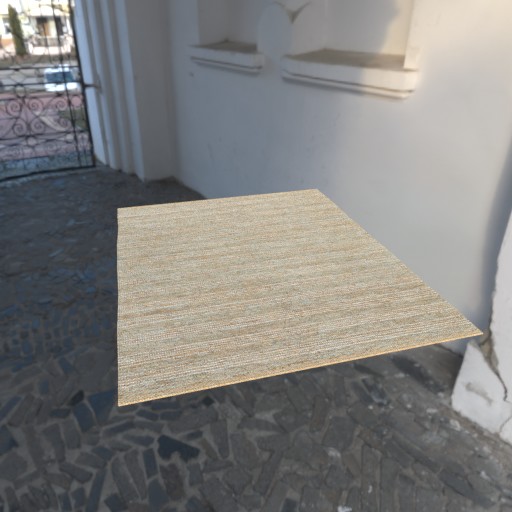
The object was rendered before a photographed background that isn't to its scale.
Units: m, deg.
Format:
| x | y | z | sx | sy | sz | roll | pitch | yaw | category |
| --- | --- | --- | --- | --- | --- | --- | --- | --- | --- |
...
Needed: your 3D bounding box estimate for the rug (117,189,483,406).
| x | y | z | sx | sy | sz | roll | pitch | yaw | category |
| --- | --- | --- | --- | --- | --- | --- | --- | --- | --- |
| 0.000 | 0.000 | 4.089 | 2.471 | 0.012 | 3.034 | -7 | 29 | -13 | rug |
